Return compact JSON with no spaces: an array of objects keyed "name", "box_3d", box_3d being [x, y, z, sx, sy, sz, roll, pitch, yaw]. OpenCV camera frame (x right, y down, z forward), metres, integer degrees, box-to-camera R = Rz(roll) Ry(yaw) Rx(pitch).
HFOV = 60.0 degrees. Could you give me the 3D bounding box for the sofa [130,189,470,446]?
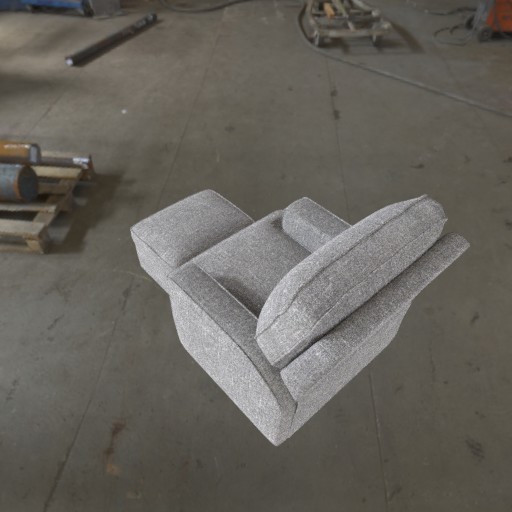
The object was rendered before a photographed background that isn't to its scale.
[{"name":"sofa","box_3d":[0.000,0.000,2.044,0.861,0.959,1.472,-32,53,-29]}]
